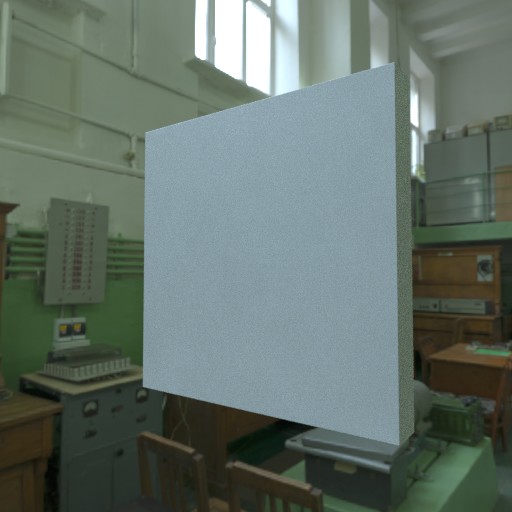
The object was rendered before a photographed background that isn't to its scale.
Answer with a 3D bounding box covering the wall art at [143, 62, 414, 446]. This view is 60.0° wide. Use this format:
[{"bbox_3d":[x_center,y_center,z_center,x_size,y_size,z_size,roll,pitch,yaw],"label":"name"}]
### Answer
[{"bbox_3d":[0.000,0.000,0.456,0.305,0.305,0.038,-2,-3,36],"label":"wall art"}]
